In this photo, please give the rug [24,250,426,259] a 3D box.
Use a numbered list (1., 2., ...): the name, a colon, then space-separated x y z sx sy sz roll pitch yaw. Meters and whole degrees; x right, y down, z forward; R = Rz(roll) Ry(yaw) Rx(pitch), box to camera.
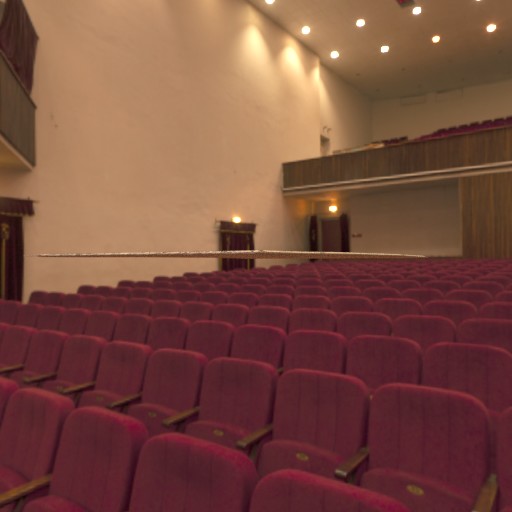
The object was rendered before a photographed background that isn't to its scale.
1. rug: 0.000 0.000 3.892 2.125 0.028 3.027 -1 -1 36
